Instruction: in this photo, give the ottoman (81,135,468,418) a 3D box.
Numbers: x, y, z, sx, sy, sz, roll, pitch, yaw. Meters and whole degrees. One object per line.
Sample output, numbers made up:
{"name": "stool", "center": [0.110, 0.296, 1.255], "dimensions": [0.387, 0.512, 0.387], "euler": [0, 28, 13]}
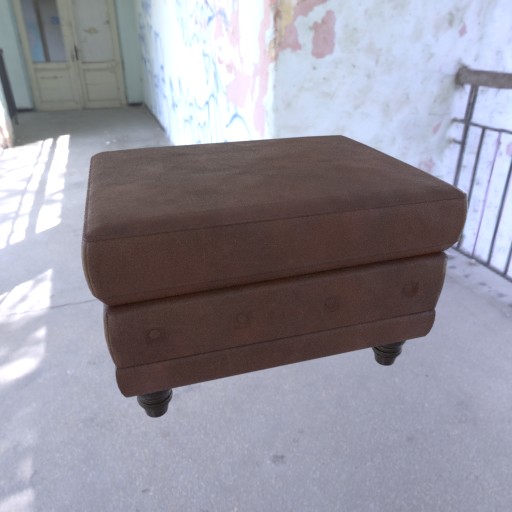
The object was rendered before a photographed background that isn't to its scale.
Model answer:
{"name": "ottoman", "center": [0.000, 0.000, 1.182], "dimensions": [0.795, 0.509, 0.588], "euler": [-8, 28, -15]}
